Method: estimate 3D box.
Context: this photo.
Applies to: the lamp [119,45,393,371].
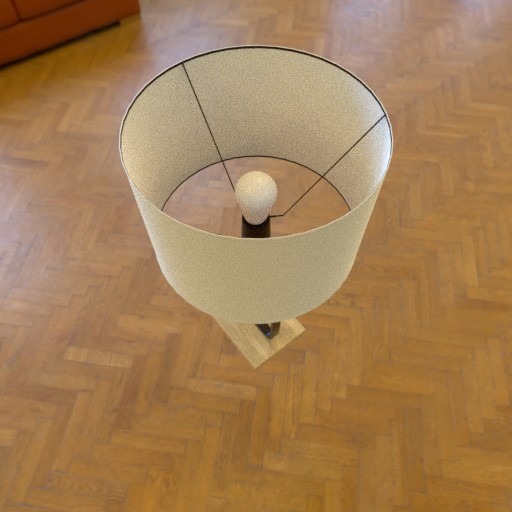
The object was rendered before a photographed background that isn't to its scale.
[{"bbox_3d":[0.000,0.000,0.672,0.279,0.508,0.279,-34,64,-19],"label":"lamp"}]
